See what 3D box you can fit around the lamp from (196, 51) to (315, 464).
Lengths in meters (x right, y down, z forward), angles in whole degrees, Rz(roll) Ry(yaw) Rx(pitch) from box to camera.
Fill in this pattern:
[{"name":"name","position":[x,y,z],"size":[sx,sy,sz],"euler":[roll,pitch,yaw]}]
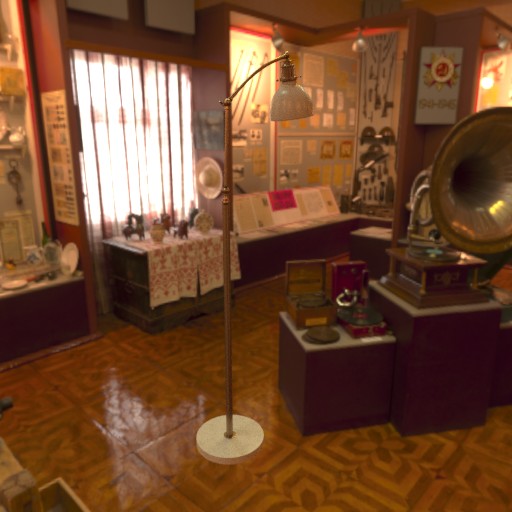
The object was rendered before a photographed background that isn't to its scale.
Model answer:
[{"name":"lamp","position":[0.000,0.000,1.813],"size":[0.599,1.586,0.288],"euler":[-14,20,-43]}]
